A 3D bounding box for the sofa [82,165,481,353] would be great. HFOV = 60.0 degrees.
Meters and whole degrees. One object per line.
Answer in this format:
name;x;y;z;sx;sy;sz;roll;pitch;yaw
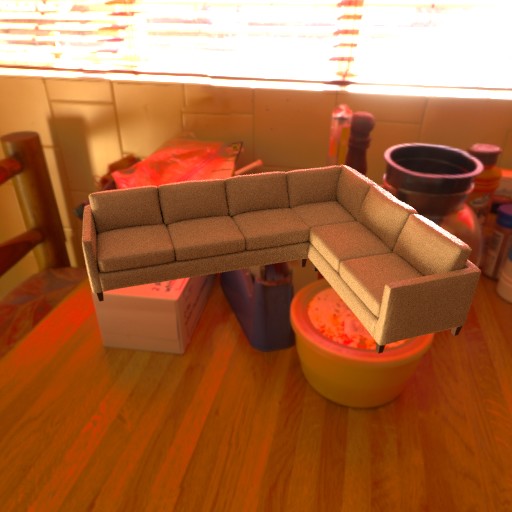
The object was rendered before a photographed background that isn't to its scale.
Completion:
sofa;0.000;0.000;4.507;3.333;0.934;2.522;-9;31;-15
